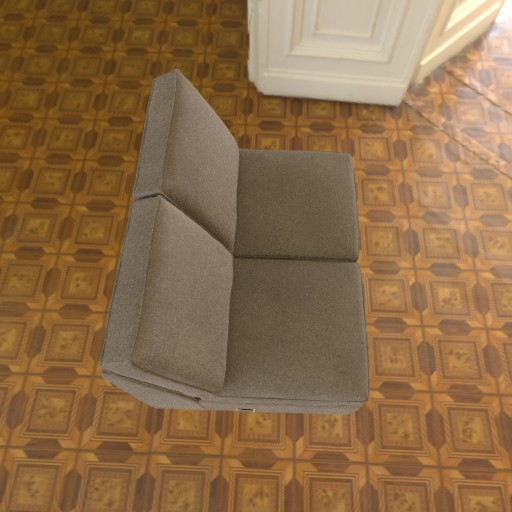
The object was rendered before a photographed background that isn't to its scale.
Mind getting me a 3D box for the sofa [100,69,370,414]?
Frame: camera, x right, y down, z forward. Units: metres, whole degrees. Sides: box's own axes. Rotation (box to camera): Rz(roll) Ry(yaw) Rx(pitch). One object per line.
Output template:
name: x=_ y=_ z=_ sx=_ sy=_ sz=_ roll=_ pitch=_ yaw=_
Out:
sofa: x=0.000 y=0.000 z=1.966 sx=0.951 sy=1.008 sz=1.237 roll=2 pitch=64 yaw=1
